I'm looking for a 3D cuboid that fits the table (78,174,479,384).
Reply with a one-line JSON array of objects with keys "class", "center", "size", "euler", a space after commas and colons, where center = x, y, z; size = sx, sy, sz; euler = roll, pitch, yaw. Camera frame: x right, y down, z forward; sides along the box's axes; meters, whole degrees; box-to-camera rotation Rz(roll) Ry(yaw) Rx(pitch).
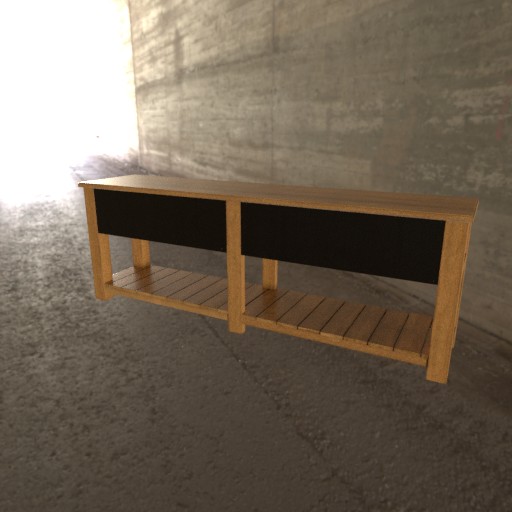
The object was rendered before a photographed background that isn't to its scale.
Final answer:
[{"class": "table", "center": [0.000, 0.000, 2.107], "size": [1.815, 0.635, 0.425], "euler": [9, 19, 27]}]
